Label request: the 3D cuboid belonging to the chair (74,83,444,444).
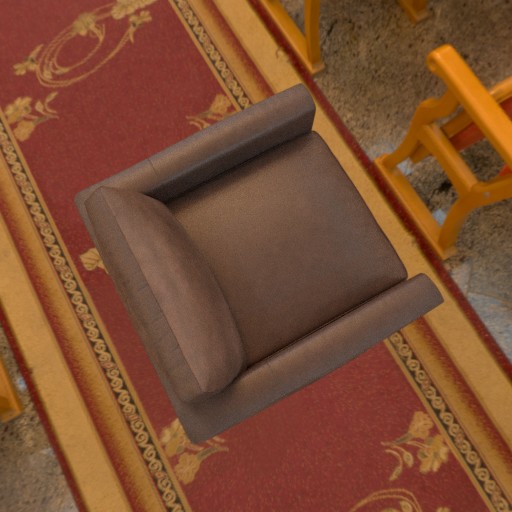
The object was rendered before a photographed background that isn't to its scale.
[{"bbox_3d":[0.000,0.000,1.836,1.069,0.812,1.100,-28,78,-7],"label":"chair"}]
